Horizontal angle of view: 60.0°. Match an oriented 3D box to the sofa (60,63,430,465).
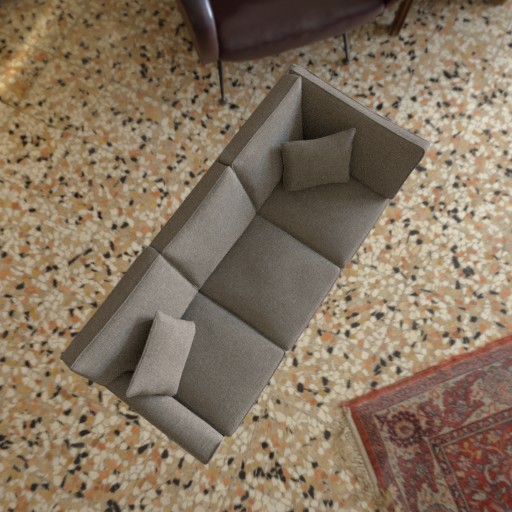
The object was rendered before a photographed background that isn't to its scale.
[{"bbox_3d":[0.000,0.000,2.861,1.061,0.962,2.317,34,78,8],"label":"sofa"}]
